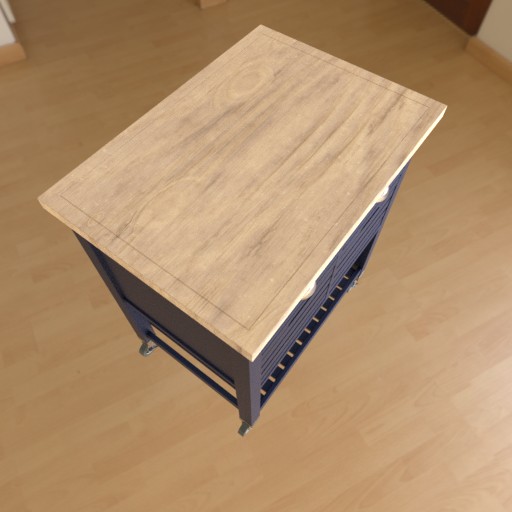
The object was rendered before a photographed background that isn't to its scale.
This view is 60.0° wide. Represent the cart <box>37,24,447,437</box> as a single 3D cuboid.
[{"bbox_3d":[0.000,0.000,1.394,0.567,0.920,0.797,33,64,18],"label":"cart"}]
